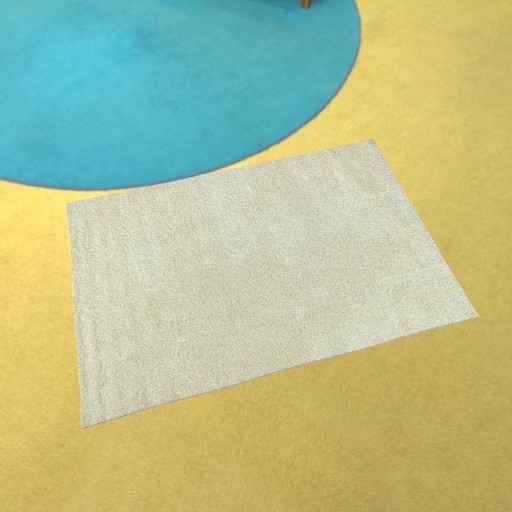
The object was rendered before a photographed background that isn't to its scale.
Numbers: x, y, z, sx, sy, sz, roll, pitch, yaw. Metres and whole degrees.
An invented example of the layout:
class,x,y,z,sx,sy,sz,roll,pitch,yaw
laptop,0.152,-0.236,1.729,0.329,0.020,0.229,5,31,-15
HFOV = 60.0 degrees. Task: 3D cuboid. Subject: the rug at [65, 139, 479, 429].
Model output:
class,x,y,z,sx,sy,sz,roll,pitch,yaw
rug,0.000,0.000,3.334,2.699,0.025,1.800,-14,59,-8
